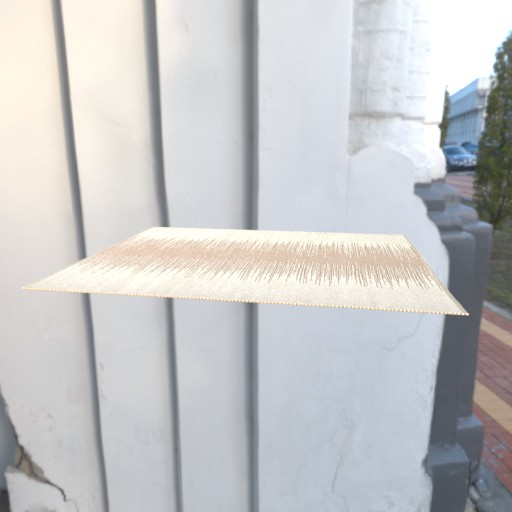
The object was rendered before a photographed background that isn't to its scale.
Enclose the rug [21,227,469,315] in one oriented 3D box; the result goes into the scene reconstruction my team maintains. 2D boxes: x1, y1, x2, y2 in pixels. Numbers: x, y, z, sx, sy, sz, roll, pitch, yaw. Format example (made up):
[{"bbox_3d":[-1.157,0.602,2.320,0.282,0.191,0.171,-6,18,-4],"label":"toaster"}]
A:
[{"bbox_3d":[0.000,0.000,4.107,3.048,0.013,2.438,2,14,9],"label":"rug"}]
